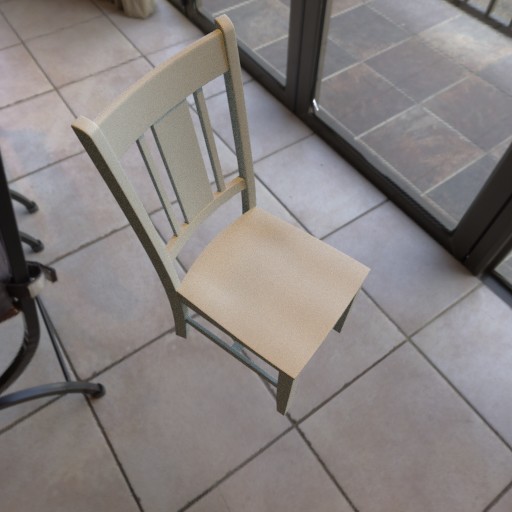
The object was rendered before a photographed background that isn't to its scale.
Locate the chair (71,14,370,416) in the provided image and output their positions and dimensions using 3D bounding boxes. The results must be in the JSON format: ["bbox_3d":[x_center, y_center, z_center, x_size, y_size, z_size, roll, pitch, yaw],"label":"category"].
[{"bbox_3d":[0.000,0.000,1.244,0.555,0.998,0.450,32,63,18],"label":"chair"}]
